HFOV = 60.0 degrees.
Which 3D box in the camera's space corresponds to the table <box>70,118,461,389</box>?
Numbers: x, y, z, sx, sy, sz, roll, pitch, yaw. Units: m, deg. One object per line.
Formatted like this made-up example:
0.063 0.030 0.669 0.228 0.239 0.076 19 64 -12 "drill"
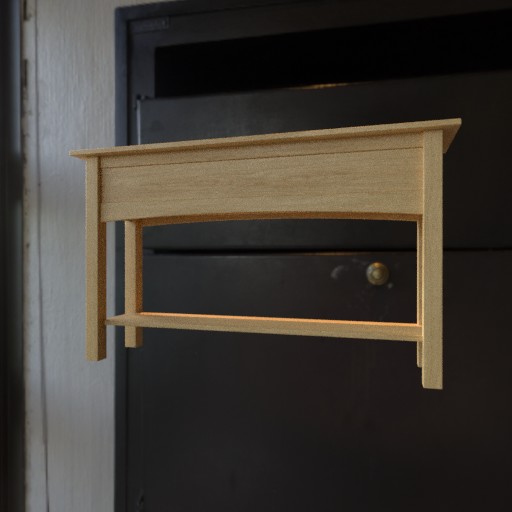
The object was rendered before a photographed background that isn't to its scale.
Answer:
0.000 0.000 1.518 1.240 0.730 0.350 0 0 17 "table"
